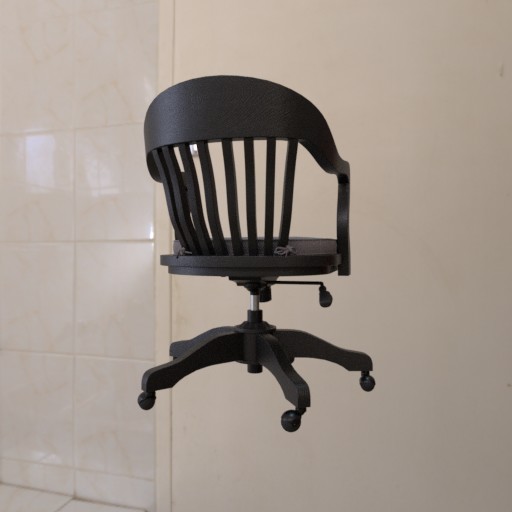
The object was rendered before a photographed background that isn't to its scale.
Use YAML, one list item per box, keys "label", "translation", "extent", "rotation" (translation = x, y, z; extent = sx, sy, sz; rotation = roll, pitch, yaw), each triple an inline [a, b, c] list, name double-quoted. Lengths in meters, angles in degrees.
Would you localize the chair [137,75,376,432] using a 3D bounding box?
- label: "chair"
  translation: [0.000, 0.000, 1.454]
  extent: [0.750, 0.878, 0.788]
  rotation: [0, 0, 17]
